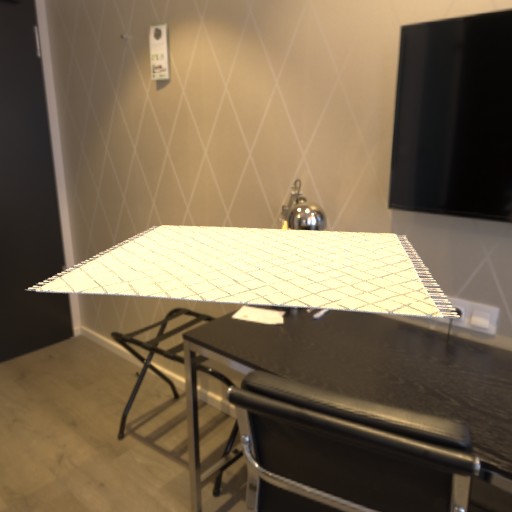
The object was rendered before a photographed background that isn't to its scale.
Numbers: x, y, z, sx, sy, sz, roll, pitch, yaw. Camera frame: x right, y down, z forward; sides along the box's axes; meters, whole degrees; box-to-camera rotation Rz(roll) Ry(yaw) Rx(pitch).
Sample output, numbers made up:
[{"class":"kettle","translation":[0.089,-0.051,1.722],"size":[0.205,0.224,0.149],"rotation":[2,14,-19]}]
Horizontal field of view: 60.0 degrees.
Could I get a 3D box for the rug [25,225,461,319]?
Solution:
[{"class":"rug","translation":[0.000,0.000,4.894],"size":[3.585,0.036,2.892],"rotation":[3,15,10]}]
